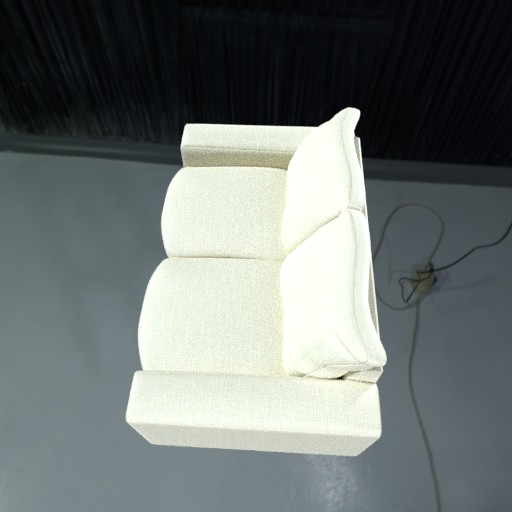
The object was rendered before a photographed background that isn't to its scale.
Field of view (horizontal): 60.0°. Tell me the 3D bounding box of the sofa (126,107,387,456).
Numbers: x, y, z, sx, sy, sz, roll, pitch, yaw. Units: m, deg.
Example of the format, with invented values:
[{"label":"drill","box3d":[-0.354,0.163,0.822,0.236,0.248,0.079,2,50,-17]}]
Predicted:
[{"label":"sofa","box3d":[0.000,0.000,2.308,1.091,0.875,1.754,3,58,2]}]
